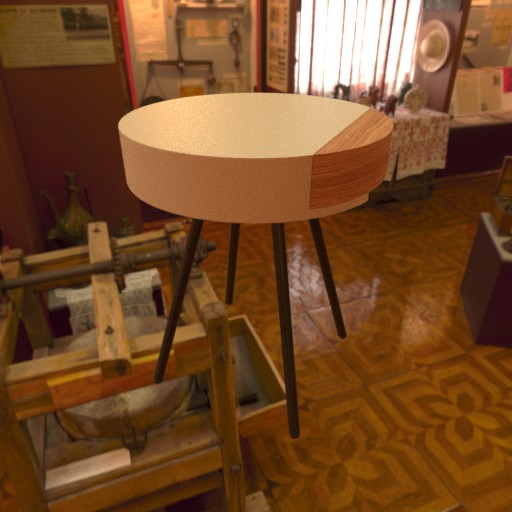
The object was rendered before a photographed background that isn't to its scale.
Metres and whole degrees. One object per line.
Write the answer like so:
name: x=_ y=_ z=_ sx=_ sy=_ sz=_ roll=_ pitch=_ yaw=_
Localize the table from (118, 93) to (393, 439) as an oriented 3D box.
table: x=0.000 y=0.000 z=0.854 sx=0.450 sy=0.525 sz=0.450 roll=0 pitch=30 yaw=0
